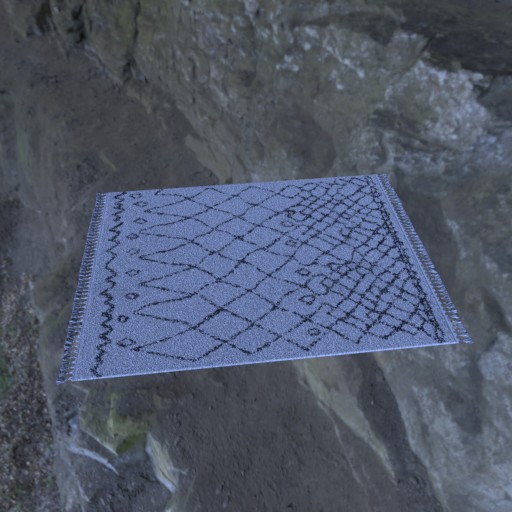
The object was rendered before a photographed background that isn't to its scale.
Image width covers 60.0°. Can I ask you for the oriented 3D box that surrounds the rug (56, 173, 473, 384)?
[{"bbox_3d":[0.000,0.000,2.985,2.312,0.017,1.613,-5,47,-4],"label":"rug"}]
